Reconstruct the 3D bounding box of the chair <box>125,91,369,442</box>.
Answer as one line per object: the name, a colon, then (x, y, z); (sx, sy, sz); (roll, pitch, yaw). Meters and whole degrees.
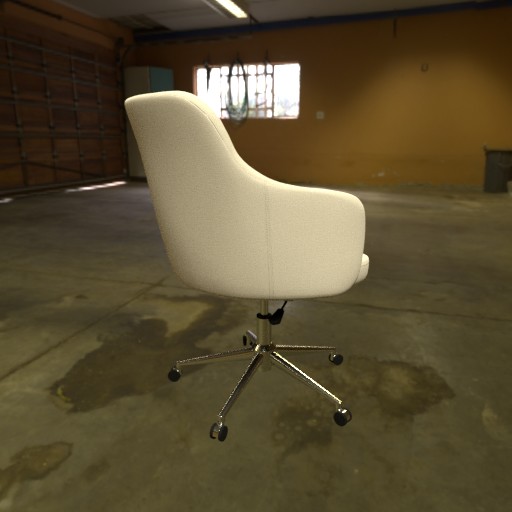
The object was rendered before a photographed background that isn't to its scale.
chair: (0.000, 0.000, 1.237); (0.647, 0.819, 0.602); (-8, 17, -28)
